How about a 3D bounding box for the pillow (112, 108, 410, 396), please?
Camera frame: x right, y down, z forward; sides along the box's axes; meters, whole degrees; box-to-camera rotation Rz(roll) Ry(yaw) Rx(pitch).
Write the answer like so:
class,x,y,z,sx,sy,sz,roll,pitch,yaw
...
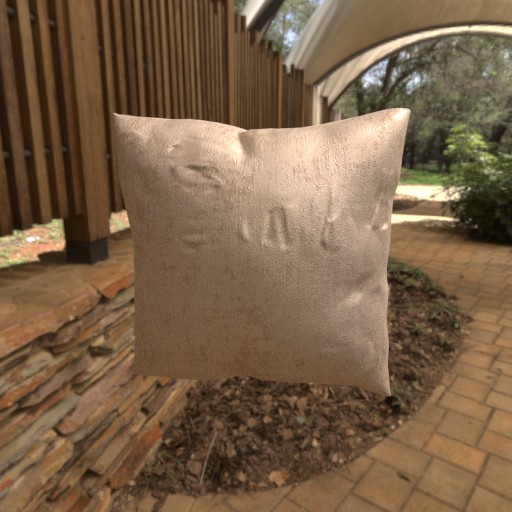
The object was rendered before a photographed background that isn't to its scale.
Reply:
class,x,y,z,sx,sy,sz,roll,pitch,yaw
pillow,0.000,0.000,0.715,0.450,0.448,0.245,3,15,10
